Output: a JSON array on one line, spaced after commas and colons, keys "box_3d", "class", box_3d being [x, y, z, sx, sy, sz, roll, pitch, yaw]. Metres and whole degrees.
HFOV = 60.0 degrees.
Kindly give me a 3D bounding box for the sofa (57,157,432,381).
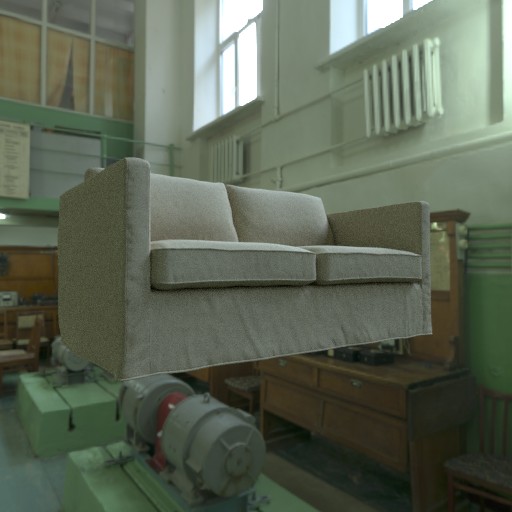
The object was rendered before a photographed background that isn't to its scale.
[{"box_3d": [0.000, 0.000, 2.258, 1.719, 0.835, 0.962, 1, -2, -36], "class": "sofa"}]
